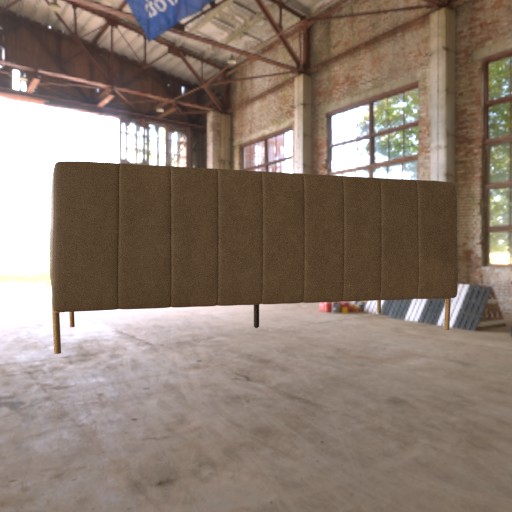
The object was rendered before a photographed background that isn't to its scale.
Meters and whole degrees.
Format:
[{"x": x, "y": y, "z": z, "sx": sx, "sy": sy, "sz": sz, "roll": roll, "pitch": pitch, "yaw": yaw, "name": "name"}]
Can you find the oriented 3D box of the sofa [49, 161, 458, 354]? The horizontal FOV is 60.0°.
[{"x": 0.000, "y": 0.000, "z": 2.401, "sx": 1.980, "sy": 0.779, "sz": 0.876, "roll": 0, "pitch": 0, "yaw": -17, "name": "sofa"}]
